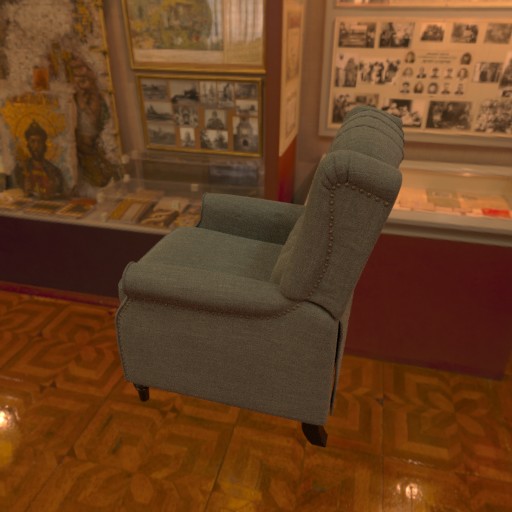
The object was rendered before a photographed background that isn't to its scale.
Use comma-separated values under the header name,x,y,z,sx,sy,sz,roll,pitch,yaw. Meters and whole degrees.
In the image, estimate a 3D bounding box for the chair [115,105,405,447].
name,x,y,z,sx,sy,sz,roll,pitch,yaw
chair,0.000,0.000,1.609,0.898,1.035,0.742,8,30,14
